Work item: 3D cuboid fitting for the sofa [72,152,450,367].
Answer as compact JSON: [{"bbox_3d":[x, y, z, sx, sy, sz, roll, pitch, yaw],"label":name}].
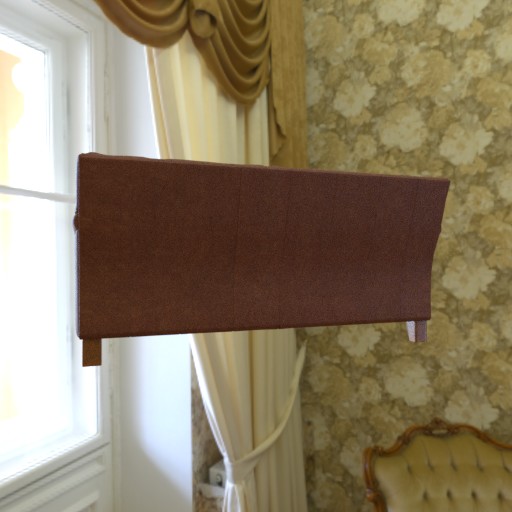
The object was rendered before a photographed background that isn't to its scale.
[{"bbox_3d":[0.000,0.000,2.801,2.144,1.071,1.147,0,0,-18],"label":"sofa"}]
